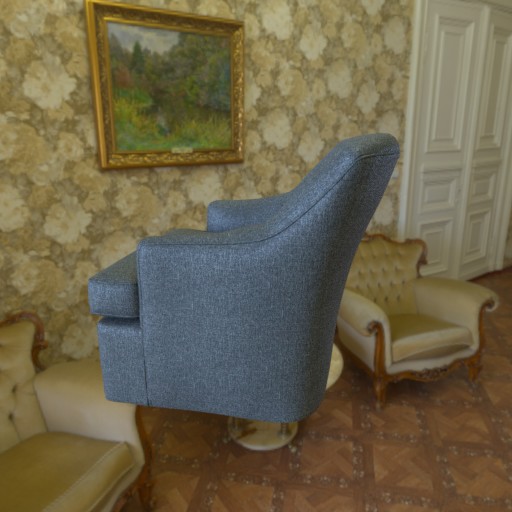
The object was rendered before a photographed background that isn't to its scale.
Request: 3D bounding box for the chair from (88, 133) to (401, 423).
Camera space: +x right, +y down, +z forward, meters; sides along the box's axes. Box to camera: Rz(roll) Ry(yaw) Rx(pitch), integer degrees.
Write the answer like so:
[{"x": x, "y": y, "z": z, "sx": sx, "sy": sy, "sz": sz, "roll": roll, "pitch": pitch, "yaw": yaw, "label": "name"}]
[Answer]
[{"x": 0.000, "y": 0.000, "z": 1.599, "sx": 0.923, "sy": 0.856, "sz": 0.864, "roll": 3, "pitch": 15, "yaw": 9, "label": "chair"}]
